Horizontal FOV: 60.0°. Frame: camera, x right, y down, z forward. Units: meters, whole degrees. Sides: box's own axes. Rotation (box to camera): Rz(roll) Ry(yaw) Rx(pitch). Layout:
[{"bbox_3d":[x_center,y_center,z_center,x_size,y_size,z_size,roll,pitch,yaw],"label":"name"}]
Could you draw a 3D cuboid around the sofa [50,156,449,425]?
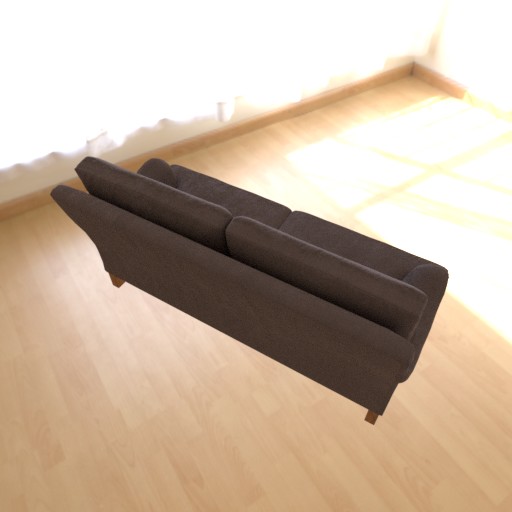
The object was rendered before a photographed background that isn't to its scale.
[{"bbox_3d":[0.000,0.000,2.764,2.165,1.087,1.086,24,51,21],"label":"sofa"}]
